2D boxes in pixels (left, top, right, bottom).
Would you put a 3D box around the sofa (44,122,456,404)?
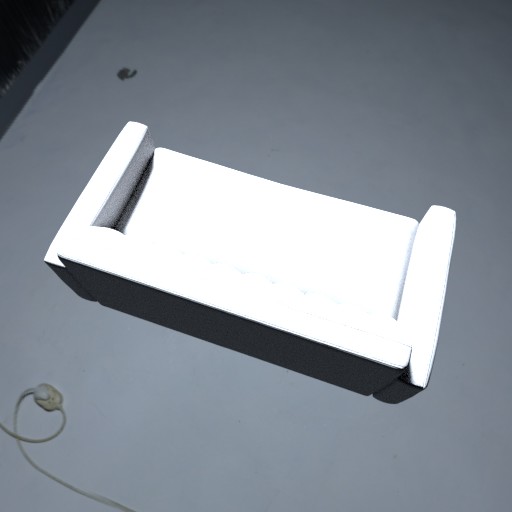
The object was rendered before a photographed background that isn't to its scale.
[{"bbox_3d":[0.000,0.000,2.425,1.895,0.814,0.969,17,65,8],"label":"sofa"}]
